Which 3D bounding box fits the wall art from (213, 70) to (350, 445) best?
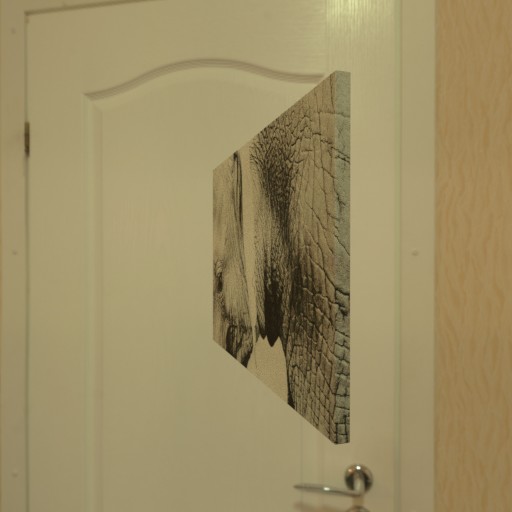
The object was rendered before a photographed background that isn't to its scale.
[{"bbox_3d":[0.000,0.000,1.444,0.035,0.758,1.141,0,0,-18],"label":"wall art"}]
